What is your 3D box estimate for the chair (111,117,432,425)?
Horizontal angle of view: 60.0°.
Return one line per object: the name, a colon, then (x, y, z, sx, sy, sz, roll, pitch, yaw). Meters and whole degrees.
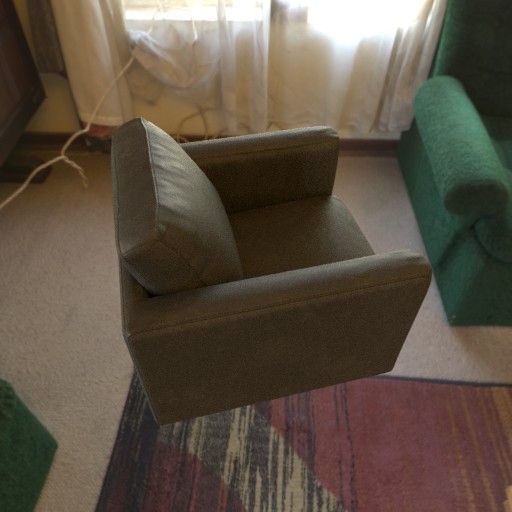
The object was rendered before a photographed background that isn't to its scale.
chair: (0.000, 0.000, 1.578, 0.879, 0.898, 0.831, -10, 48, -10)
